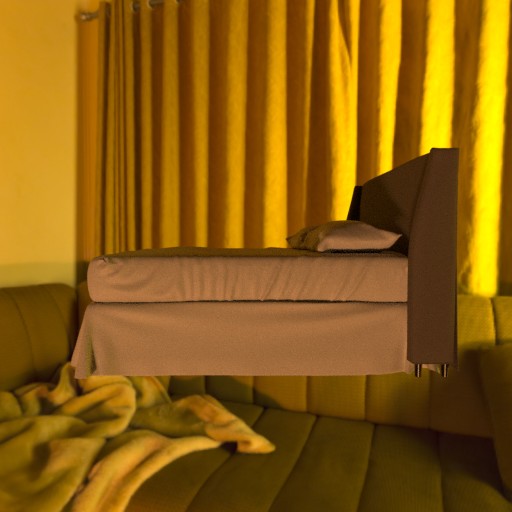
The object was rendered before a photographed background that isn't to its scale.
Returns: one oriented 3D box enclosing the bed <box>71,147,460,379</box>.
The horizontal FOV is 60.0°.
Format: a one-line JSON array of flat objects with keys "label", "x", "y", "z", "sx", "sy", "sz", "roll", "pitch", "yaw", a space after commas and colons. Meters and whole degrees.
[{"label": "bed", "x": 0.000, "y": 0.000, "z": 3.421, "sx": 2.276, "sy": 1.332, "sz": 1.925, "roll": 0, "pitch": 2, "yaw": -1}]
